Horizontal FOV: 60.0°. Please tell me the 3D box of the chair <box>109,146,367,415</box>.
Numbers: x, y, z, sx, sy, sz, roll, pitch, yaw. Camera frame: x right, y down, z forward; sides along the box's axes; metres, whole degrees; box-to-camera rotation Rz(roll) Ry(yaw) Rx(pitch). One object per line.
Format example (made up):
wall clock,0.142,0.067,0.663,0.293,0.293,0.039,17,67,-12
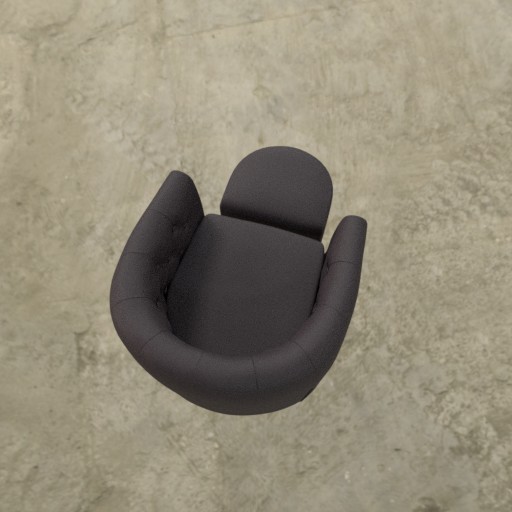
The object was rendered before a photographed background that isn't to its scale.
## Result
chair,0.000,0.000,1.733,0.763,0.760,1.191,15,65,7
